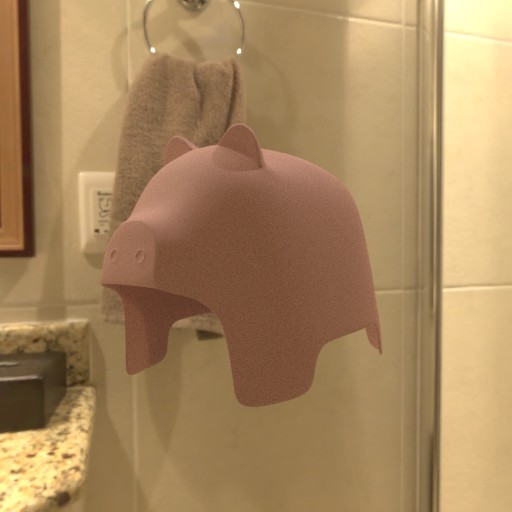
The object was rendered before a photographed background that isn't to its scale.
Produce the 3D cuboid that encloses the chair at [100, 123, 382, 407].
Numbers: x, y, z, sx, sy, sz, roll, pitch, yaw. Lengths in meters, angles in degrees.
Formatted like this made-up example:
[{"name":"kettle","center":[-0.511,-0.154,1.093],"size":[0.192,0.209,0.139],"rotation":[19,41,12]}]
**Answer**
[{"name":"chair","center":[0.000,0.000,0.856],"size":[0.364,0.423,0.619],"rotation":[1,2,36]}]
